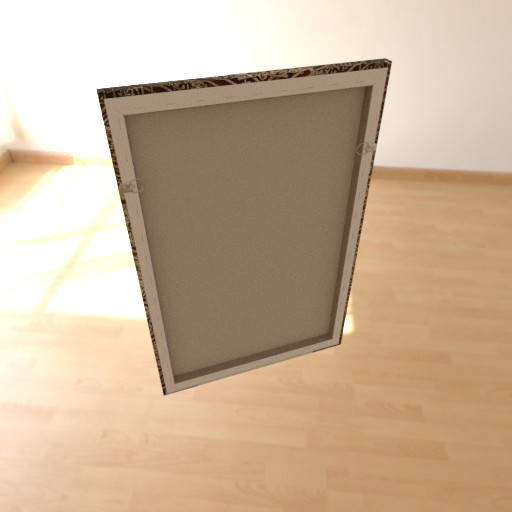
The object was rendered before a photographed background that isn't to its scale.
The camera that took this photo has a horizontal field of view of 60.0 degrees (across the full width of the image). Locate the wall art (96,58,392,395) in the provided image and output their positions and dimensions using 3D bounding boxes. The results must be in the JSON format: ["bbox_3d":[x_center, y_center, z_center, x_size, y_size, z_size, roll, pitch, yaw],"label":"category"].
[{"bbox_3d":[0.000,0.000,0.758,0.397,0.599,0.020,-12,40,-15],"label":"wall art"}]
